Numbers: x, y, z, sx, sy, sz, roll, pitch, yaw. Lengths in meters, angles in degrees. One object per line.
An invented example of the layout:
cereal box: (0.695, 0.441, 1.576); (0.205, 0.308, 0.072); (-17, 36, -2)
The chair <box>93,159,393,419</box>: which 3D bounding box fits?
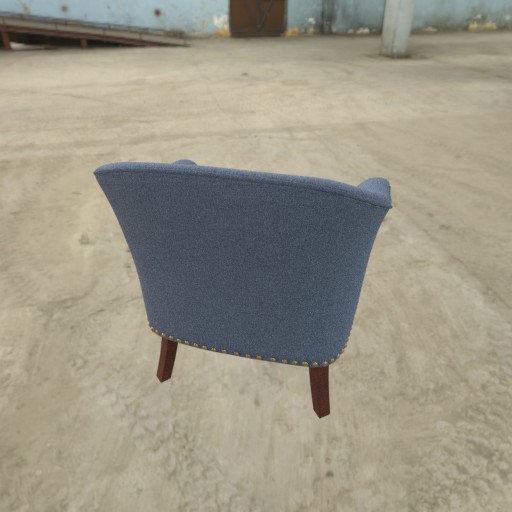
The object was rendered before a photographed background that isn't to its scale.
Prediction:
chair: (0.000, 0.000, 1.412); (0.772, 0.815, 0.704); (9, 32, 14)
